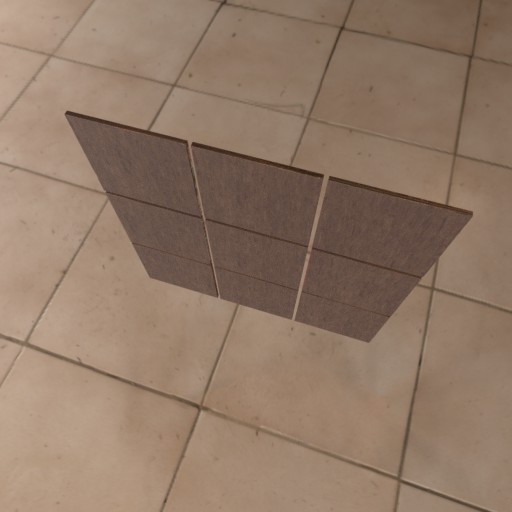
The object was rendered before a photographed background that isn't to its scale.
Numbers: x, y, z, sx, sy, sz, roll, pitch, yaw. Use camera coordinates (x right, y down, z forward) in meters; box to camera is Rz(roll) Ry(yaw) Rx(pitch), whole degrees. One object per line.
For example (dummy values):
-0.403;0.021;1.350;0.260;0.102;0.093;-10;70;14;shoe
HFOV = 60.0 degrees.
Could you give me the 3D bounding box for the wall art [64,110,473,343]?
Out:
0.000;0.000;1.361;0.915;0.914;0.013;16;64;8;wall art
